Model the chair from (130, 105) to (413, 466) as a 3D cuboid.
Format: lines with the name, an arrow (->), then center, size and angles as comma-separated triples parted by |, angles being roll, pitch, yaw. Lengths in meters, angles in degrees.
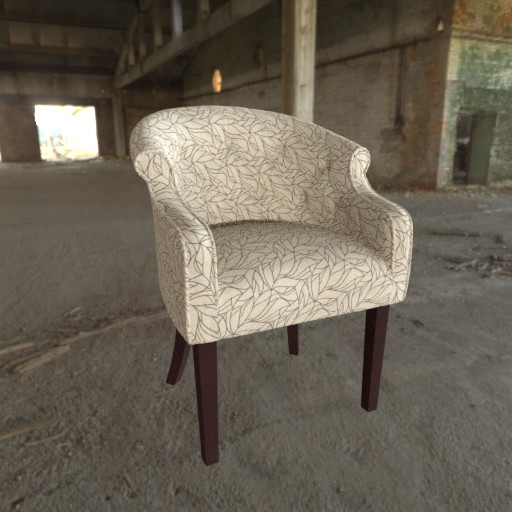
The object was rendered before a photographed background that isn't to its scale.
chair -> 0.000, 0.000, 1.288 | 0.686, 0.858, 0.613 | -7, 17, -25
